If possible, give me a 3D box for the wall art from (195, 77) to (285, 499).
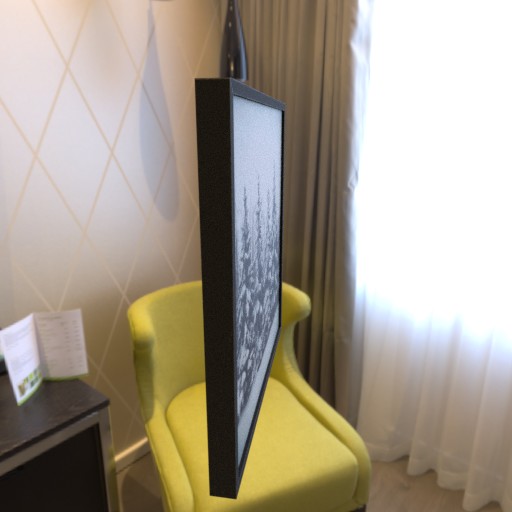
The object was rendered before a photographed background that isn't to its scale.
[{"bbox_3d":[0.000,0.000,0.741,0.036,0.506,0.506,3,16,9],"label":"wall art"}]
